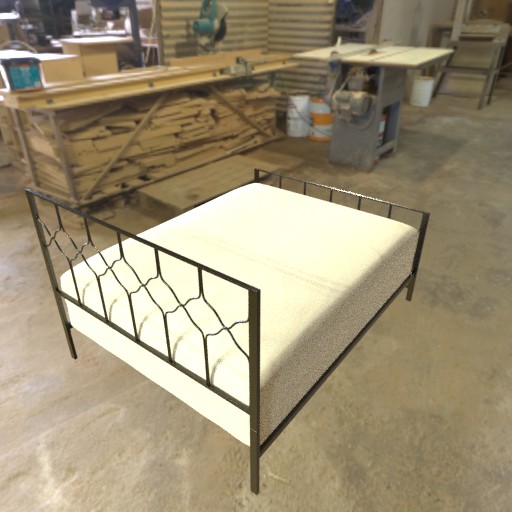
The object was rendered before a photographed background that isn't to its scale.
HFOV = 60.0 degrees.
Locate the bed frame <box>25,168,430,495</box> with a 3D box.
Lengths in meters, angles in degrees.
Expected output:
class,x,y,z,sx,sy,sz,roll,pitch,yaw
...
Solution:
class,x,y,z,sx,sy,sz,roll,pitch,yaw
bed frame,0.000,0.000,3.010,1.597,1.222,2.063,21,36,32
